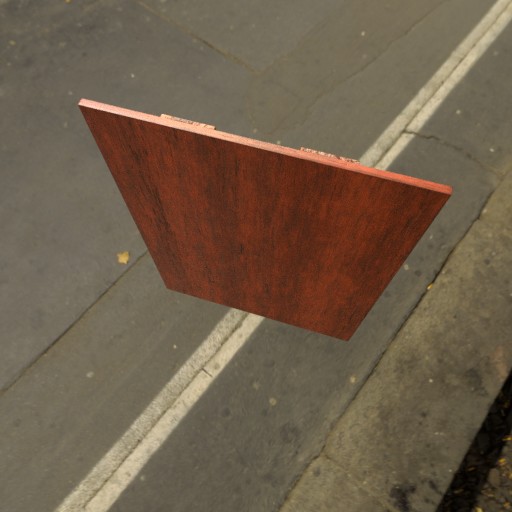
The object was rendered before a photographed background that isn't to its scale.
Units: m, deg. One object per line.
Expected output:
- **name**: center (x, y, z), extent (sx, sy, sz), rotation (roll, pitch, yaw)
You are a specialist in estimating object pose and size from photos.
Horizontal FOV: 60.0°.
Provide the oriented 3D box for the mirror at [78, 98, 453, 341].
- **mirror**: center (0.000, 0.000, 1.047), extent (0.600, 0.805, 0.021), rotation (15, 65, 7)
